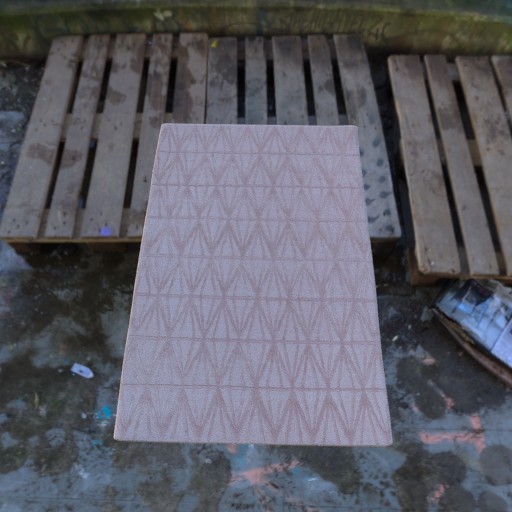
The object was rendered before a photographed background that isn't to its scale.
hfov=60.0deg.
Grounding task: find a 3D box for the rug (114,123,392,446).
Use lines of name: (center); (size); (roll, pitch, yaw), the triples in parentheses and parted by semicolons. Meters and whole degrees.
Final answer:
rug: (0.000, 0.000, 2.345); (1.230, 0.025, 1.837); (1, 63, 0)
